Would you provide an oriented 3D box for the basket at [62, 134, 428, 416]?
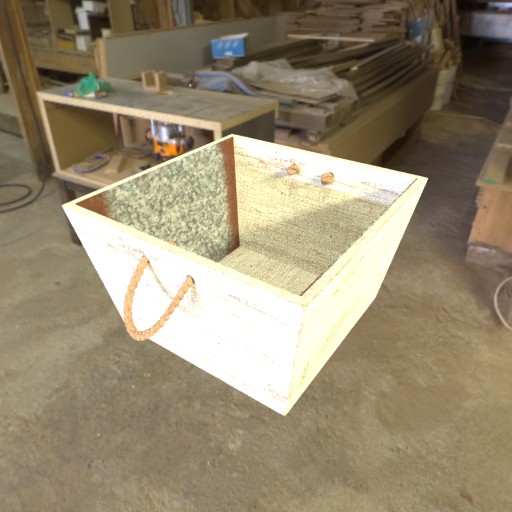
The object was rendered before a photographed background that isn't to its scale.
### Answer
[{"bbox_3d":[0.000,0.000,0.764,0.413,0.247,0.545,21,38,29],"label":"basket"}]
